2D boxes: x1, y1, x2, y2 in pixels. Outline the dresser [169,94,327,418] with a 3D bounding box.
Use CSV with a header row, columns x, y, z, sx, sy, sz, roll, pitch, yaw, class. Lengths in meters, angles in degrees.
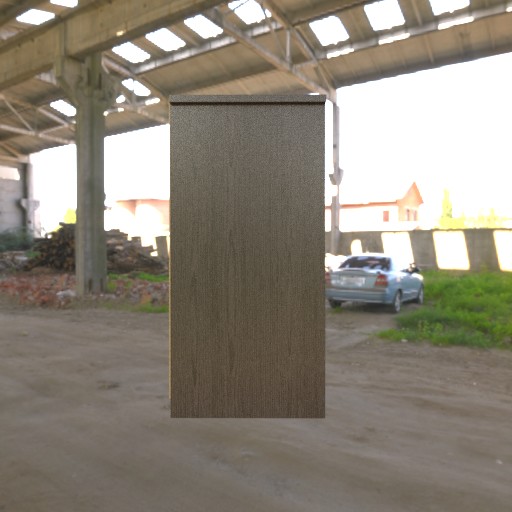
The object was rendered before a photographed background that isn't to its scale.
x,y,z,sx,sy,sz,roll,pitch,yaw,class
0.000,0.000,1.705,0.401,0.755,1.360,0,0,0,dresser
